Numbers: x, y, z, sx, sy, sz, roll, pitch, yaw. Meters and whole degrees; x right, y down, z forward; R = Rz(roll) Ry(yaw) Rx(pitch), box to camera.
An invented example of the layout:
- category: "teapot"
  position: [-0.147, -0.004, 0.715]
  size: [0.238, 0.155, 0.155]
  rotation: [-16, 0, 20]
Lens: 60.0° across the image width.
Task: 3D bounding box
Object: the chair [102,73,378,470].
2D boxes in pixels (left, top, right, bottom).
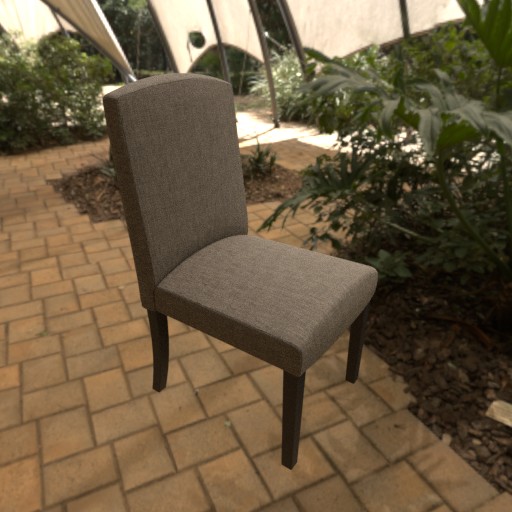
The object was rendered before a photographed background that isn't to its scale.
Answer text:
- category: "chair"
  position: [0.000, 0.000, 1.224]
  size: [0.580, 0.917, 0.451]
  rotation: [17, 30, 31]
